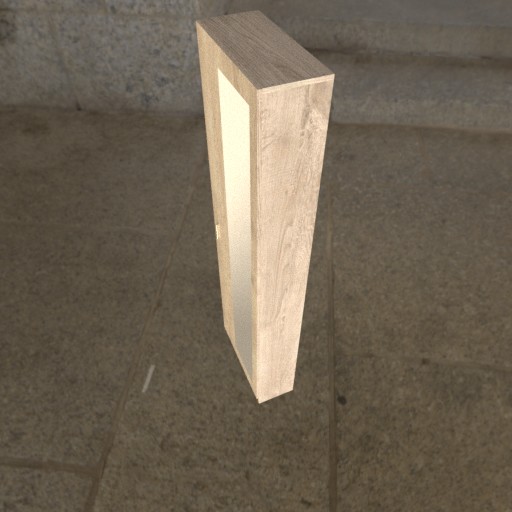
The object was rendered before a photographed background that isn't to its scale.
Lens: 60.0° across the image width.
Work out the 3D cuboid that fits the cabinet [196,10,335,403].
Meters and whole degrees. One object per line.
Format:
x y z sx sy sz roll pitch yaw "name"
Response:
0.000 0.000 1.930 0.230 1.790 0.500 -17 50 -15 "cabinet"
